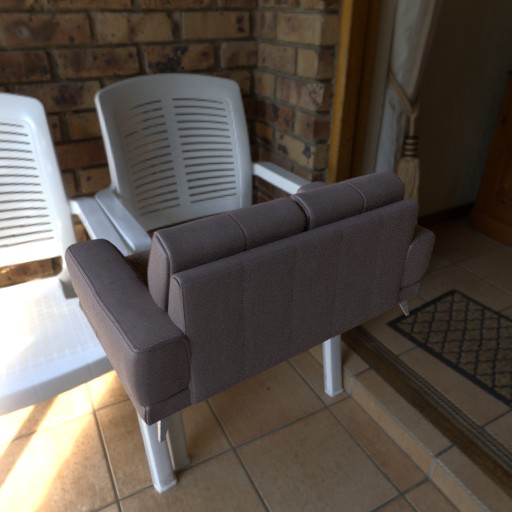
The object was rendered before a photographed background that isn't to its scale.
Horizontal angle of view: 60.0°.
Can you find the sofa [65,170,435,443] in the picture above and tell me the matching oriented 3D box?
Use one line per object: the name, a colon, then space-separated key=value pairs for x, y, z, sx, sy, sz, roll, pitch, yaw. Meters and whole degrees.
sofa: x=0.000 y=0.000 z=2.436 sx=1.806 sy=0.907 sz=1.018 roll=-18 pitch=35 yaw=-29
